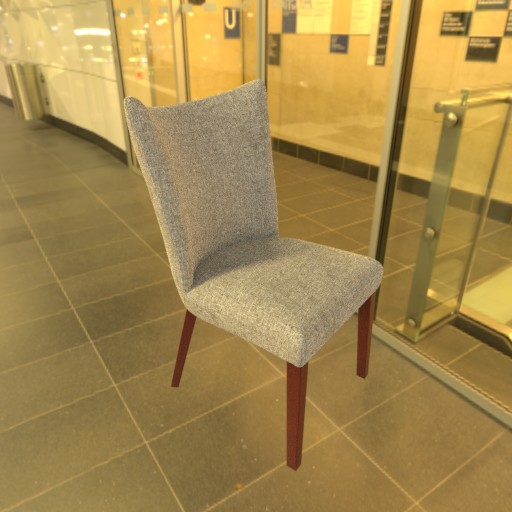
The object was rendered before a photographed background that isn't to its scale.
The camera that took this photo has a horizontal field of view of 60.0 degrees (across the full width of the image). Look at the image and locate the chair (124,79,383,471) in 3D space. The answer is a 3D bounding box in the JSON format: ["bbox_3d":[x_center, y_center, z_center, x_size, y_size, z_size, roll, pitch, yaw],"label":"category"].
[{"bbox_3d":[0.000,0.000,1.314,0.623,0.924,0.535,19,33,32],"label":"chair"}]
